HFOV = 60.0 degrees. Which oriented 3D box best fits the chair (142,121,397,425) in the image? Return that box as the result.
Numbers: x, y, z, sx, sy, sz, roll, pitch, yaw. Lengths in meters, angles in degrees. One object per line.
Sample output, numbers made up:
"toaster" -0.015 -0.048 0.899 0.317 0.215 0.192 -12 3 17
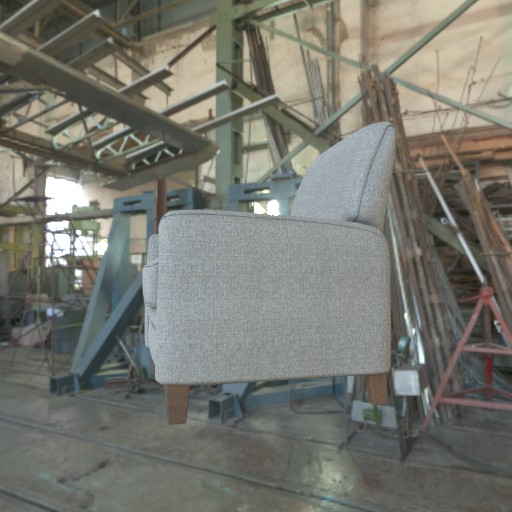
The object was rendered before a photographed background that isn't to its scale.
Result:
"chair" 0.000 0.000 1.753 0.864 1.014 0.848 1 -3 -16
